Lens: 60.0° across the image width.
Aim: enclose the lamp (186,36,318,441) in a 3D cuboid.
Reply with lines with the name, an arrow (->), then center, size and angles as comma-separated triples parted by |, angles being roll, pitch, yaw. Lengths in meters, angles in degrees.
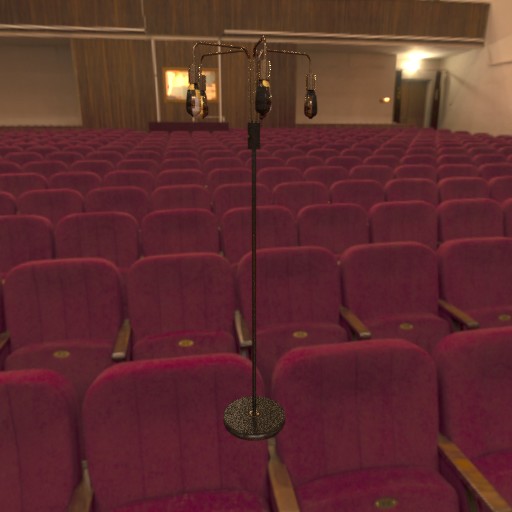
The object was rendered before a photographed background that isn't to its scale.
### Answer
lamp -> 0.000, 0.000, 1.995 | 0.572, 1.721, 0.599 | -3, 16, -9
